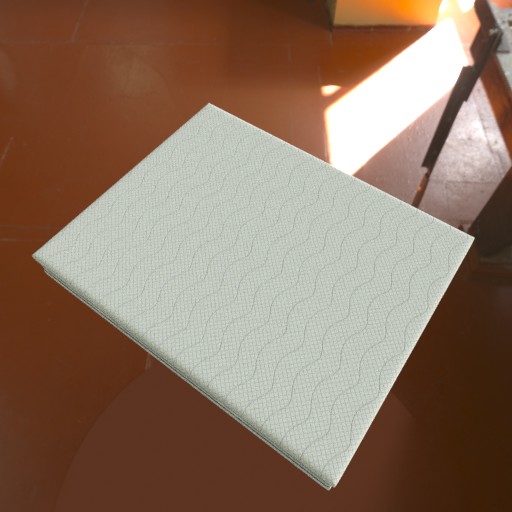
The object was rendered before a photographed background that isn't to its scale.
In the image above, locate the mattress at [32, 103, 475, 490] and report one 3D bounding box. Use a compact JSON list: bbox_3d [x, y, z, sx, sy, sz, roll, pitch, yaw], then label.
[{"bbox_3d":[0.000,0.000,2.639,2.000,0.230,1.600,32,64,18],"label":"mattress"}]
